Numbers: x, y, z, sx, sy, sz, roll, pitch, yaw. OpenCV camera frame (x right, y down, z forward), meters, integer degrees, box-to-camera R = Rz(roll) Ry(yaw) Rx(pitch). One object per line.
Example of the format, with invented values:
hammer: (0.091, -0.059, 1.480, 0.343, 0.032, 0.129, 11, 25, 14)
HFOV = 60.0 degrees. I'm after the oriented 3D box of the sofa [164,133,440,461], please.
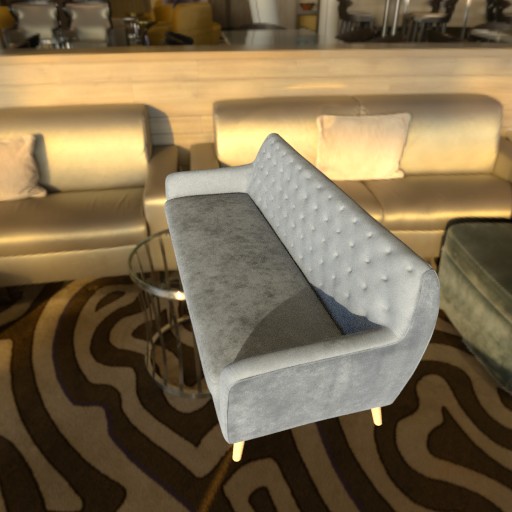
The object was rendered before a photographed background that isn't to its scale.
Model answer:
sofa: (0.000, 0.000, 2.409, 0.841, 0.832, 1.975, -8, 32, -13)
